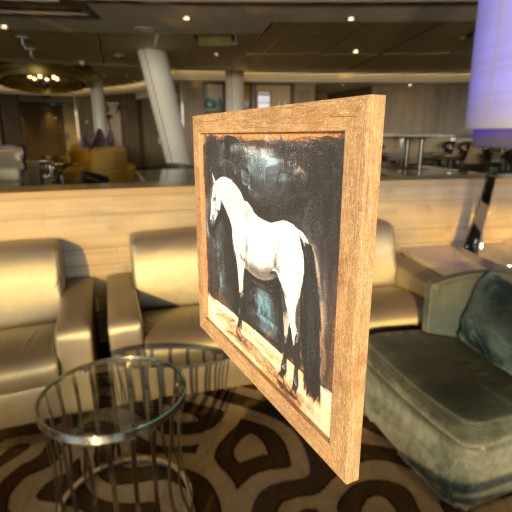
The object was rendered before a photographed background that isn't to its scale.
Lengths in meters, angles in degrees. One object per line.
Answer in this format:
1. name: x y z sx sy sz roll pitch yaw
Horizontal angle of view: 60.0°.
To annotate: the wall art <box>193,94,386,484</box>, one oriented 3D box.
1. wall art: 0.000 0.000 0.934 0.026 0.588 0.690 -7 17 -26
